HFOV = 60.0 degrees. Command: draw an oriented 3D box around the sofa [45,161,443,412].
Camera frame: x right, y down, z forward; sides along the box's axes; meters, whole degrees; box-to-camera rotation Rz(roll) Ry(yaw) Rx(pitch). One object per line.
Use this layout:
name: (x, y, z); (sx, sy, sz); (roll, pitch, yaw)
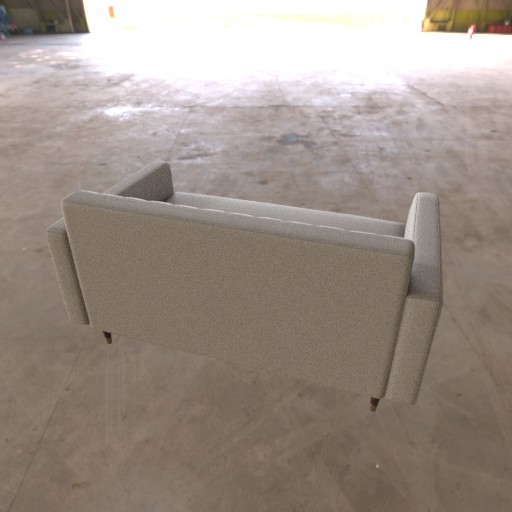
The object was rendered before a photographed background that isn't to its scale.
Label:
sofa: (0.000, 0.000, 2.135); (1.585, 0.801, 0.950); (10, 32, 16)
